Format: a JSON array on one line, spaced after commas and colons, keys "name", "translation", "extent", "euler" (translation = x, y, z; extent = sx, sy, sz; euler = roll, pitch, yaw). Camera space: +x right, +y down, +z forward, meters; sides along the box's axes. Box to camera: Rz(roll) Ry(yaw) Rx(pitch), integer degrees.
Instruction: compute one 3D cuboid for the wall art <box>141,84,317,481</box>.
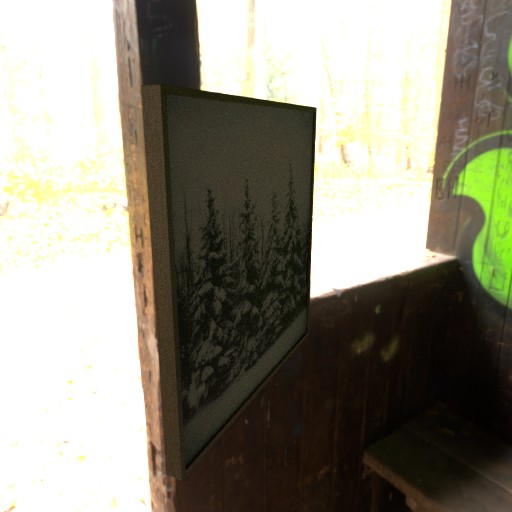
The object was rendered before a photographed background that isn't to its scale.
[{"name": "wall art", "translation": [0.000, 0.000, 1.137], "extent": [0.039, 0.758, 0.758], "euler": [8, 17, 25]}]
